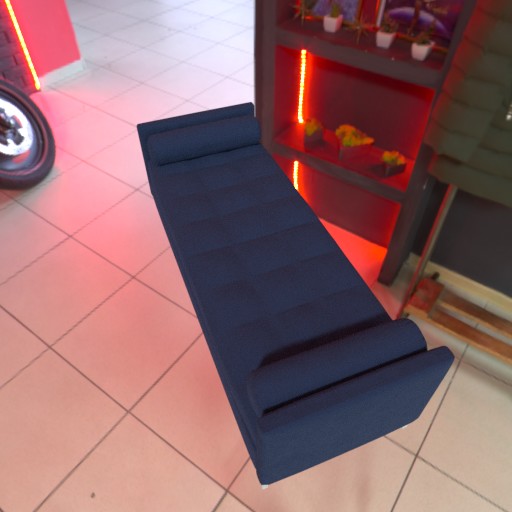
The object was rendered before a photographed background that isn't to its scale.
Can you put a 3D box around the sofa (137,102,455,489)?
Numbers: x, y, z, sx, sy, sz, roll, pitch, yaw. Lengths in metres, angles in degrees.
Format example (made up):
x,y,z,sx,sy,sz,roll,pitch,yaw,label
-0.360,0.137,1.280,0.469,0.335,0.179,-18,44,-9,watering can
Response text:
x,y,z,sx,sy,sz,roll,pitch,yaw,label
0.000,0.000,2.420,0.797,0.657,2.102,-16,49,-15,sofa
